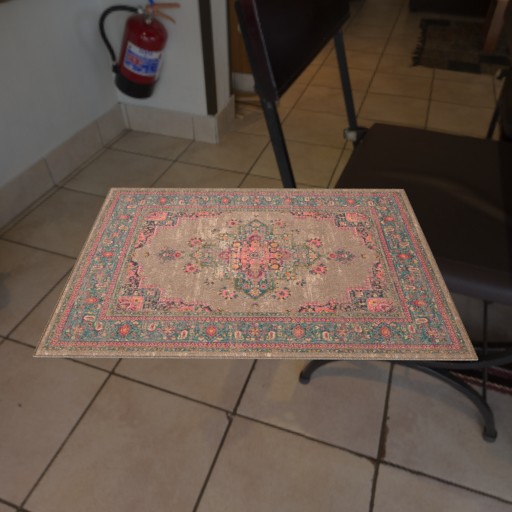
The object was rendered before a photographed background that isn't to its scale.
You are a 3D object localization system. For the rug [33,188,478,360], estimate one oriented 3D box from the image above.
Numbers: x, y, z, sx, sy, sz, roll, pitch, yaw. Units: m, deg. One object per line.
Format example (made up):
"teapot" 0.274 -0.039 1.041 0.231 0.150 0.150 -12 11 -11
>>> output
"rug" 0.000 0.000 3.617 2.890 0.013 2.005 0 41 0
